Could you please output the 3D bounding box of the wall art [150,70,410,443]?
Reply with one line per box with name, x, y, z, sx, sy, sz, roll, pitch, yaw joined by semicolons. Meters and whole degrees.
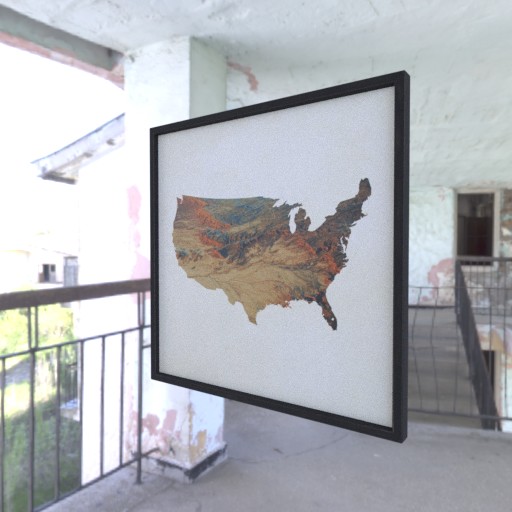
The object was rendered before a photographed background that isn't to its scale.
wall art;0.000;0.000;0.453;0.304;0.303;0.015;1;2;35
